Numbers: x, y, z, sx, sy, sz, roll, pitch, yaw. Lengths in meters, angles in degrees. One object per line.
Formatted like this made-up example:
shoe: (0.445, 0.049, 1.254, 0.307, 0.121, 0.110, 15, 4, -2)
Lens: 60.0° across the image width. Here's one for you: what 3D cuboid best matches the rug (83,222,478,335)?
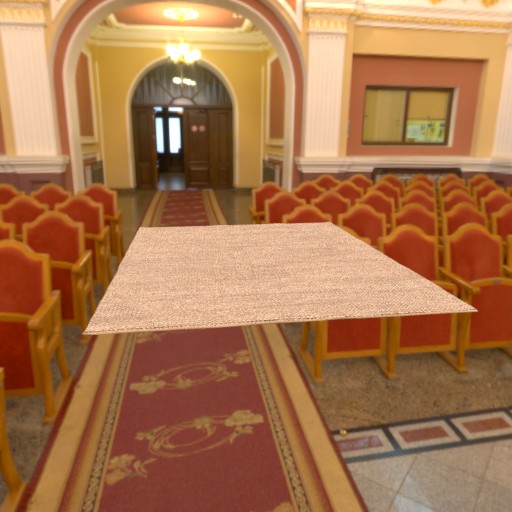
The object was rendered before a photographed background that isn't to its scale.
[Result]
rug: (0.000, 0.000, 4.112, 2.429, 0.030, 3.052, -2, 15, -8)
